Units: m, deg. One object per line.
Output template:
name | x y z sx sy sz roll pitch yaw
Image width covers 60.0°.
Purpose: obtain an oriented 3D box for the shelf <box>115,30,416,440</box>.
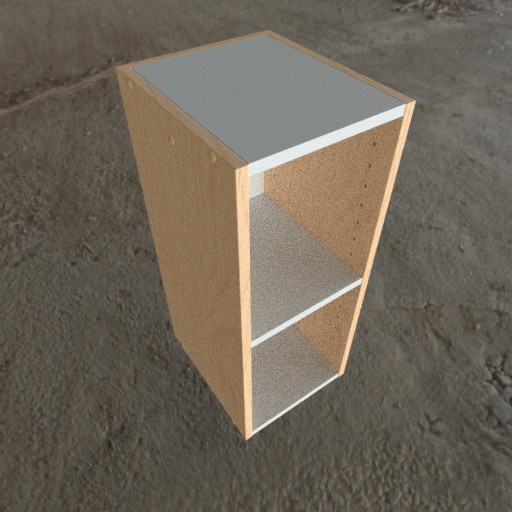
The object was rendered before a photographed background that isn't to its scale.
shelf | 0.000 0.000 0.756 0.250 0.600 0.290 -26 50 -24
